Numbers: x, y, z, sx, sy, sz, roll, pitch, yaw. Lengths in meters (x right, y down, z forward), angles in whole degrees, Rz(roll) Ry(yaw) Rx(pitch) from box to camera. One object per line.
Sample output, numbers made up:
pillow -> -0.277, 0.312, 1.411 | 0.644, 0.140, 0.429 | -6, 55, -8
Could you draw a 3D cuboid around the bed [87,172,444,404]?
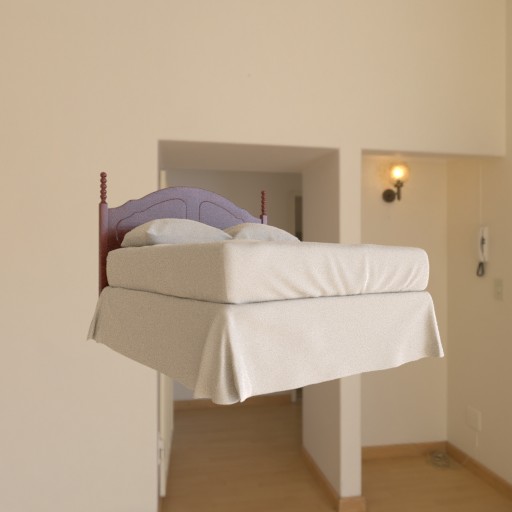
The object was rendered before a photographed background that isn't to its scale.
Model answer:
bed -> 0.000, 0.000, 3.218 | 1.873, 1.356, 2.040 | 0, -1, -35
